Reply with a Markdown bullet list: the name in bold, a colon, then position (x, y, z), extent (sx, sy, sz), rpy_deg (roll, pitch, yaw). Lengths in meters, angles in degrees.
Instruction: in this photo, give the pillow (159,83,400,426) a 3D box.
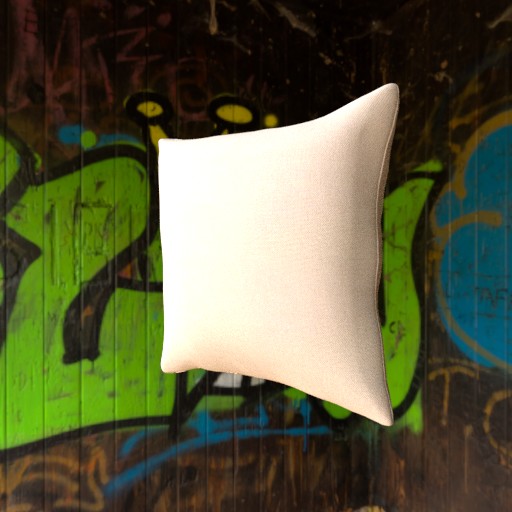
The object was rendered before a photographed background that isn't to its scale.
- **pillow**: position (0.000, 0.000, 0.638), extent (0.416, 0.401, 0.173), rpy_deg (0, 0, 37)
